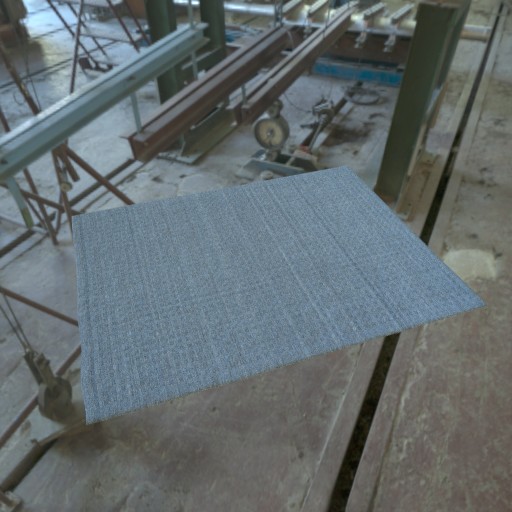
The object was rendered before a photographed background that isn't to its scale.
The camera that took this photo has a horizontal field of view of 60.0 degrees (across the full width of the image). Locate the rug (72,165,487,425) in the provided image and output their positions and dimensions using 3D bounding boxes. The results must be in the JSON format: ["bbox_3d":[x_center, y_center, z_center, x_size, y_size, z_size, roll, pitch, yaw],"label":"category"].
[{"bbox_3d":[0.000,0.000,4.125,3.200,0.007,2.443,-13,43,-14],"label":"rug"}]
